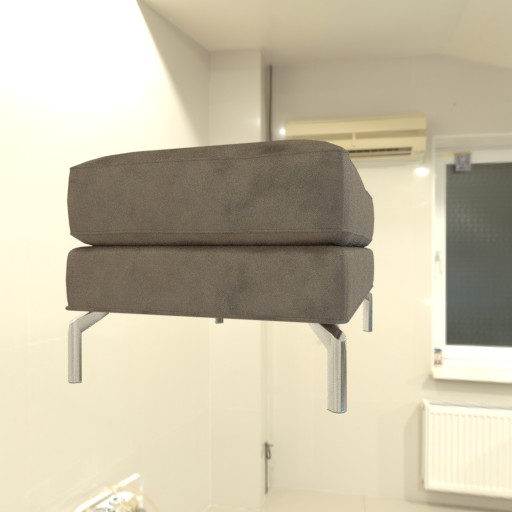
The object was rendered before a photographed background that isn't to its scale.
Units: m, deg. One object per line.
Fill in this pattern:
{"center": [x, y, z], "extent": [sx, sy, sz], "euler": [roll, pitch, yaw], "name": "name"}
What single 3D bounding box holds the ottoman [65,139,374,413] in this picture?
{"center": [0.000, 0.000, 1.066], "extent": [0.520, 0.456, 0.719], "euler": [0, 1, 18], "name": "ottoman"}
